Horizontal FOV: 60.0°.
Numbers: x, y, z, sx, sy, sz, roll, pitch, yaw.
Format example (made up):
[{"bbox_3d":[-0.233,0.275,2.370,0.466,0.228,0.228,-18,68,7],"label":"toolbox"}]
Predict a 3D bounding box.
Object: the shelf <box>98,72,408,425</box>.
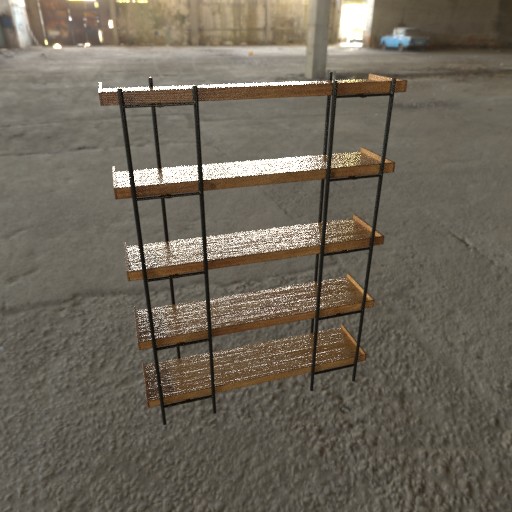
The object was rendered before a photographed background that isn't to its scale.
[{"bbox_3d":[0.000,0.000,2.444,1.371,1.826,0.379,-8,29,-15],"label":"shelf"}]
